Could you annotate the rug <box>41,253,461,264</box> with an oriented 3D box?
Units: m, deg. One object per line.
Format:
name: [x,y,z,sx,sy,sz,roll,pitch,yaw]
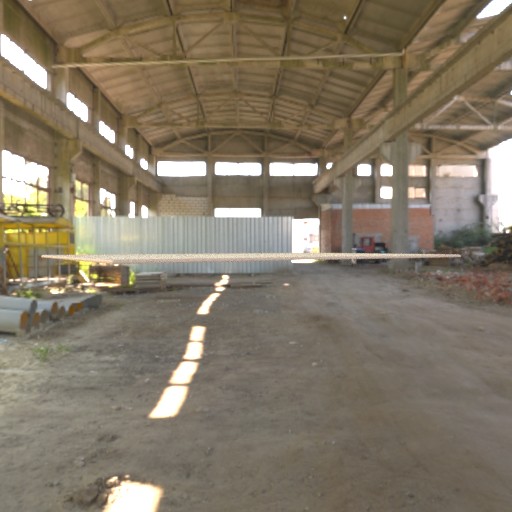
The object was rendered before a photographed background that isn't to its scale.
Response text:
rug: [0.000,0.000,2.090,1.676,0.013,1.067,-1,1,-35]
